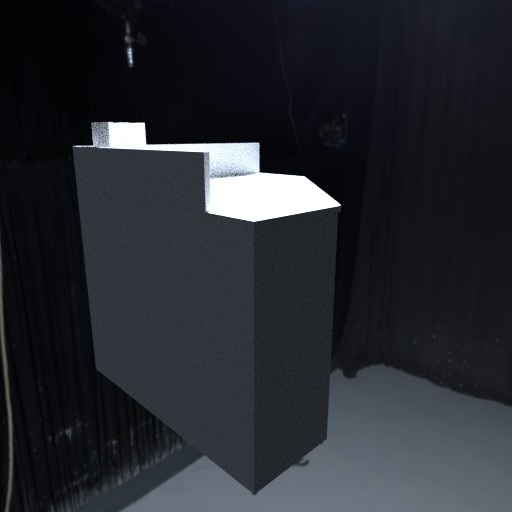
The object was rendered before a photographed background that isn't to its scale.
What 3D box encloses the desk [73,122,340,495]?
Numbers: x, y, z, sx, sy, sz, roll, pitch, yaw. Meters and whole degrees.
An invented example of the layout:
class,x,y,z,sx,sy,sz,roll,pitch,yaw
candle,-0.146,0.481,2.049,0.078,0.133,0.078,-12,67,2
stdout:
class,x,y,z,sx,sy,sz,roll,pitch,yaw
desk,0.000,0.000,1.709,0.940,0.986,0.940,-15,21,-43
